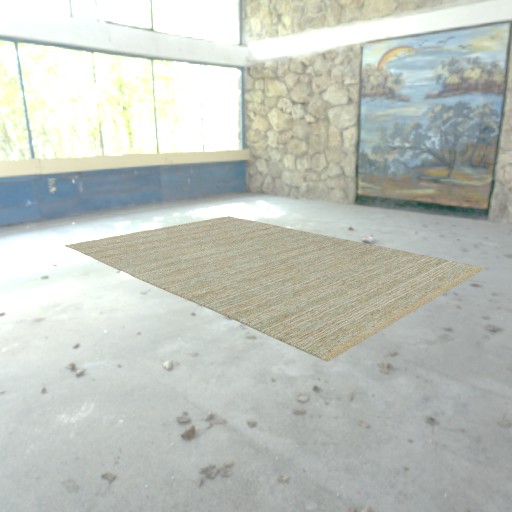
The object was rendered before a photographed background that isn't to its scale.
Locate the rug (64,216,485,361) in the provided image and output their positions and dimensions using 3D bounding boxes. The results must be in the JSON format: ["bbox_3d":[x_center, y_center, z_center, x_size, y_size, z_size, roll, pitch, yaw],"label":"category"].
[{"bbox_3d":[0.000,0.000,2.295,1.240,0.010,1.824,-15,22,-43],"label":"rug"}]
